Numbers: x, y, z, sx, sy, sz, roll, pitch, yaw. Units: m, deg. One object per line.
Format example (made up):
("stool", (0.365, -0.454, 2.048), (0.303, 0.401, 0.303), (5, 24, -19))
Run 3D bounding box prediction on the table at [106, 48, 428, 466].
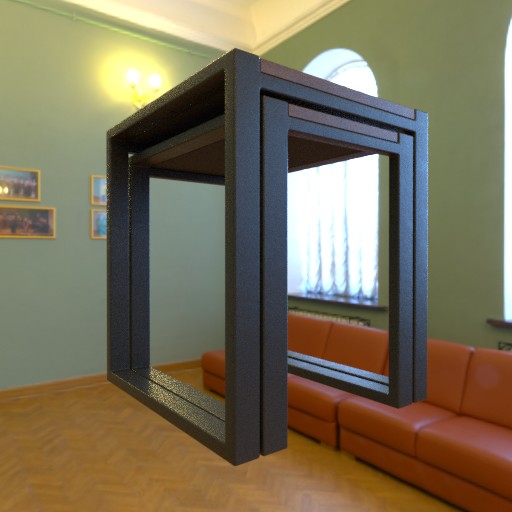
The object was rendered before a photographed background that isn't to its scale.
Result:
("table", (0.000, 0.000, 0.913), (0.449, 0.550, 0.500), (0, 1, -37))
